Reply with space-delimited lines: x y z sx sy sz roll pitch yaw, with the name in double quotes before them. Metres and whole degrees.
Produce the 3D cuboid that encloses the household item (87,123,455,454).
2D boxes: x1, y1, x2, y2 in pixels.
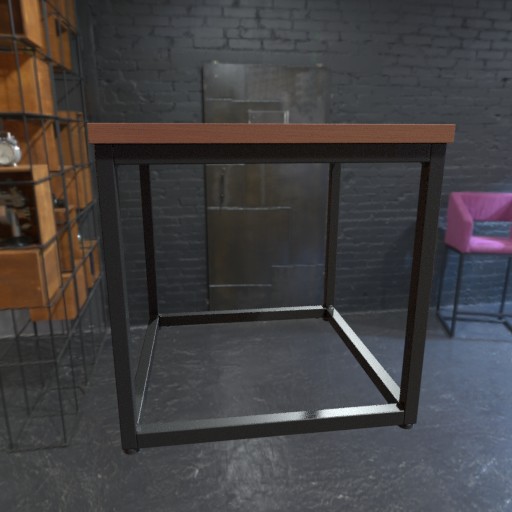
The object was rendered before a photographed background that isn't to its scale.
"household item" 0.000 0.000 0.718 0.400 0.400 0.400 -2 15 -7
